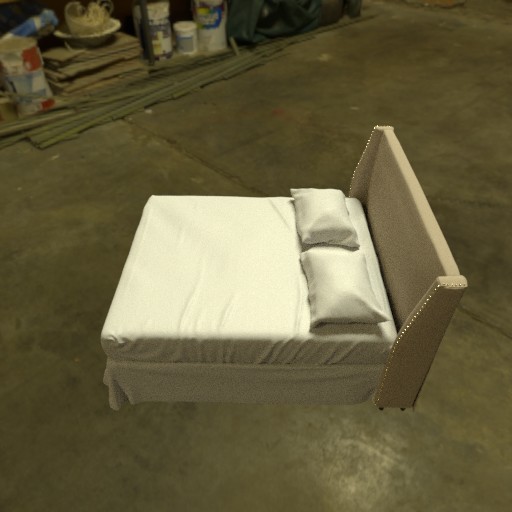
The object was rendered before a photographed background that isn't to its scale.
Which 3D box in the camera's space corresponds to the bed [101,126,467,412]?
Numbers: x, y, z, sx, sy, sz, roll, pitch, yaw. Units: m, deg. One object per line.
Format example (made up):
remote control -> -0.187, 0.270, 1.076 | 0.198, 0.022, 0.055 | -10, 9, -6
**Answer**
bed -> 0.000, 0.000, 3.457 | 2.276, 1.332, 1.925 | 1, 42, 1
